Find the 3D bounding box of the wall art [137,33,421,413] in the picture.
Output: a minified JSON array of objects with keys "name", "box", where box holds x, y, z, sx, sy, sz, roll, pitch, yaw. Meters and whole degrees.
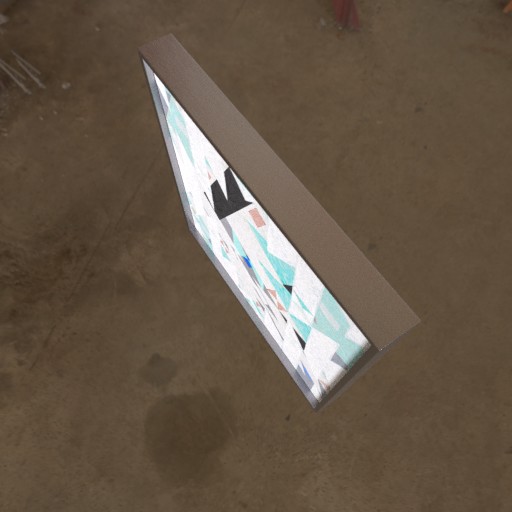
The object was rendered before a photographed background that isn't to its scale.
[{"name":"wall art","box":[0.000,0.000,0.519,0.038,0.350,0.350,-31,68,-14]}]
